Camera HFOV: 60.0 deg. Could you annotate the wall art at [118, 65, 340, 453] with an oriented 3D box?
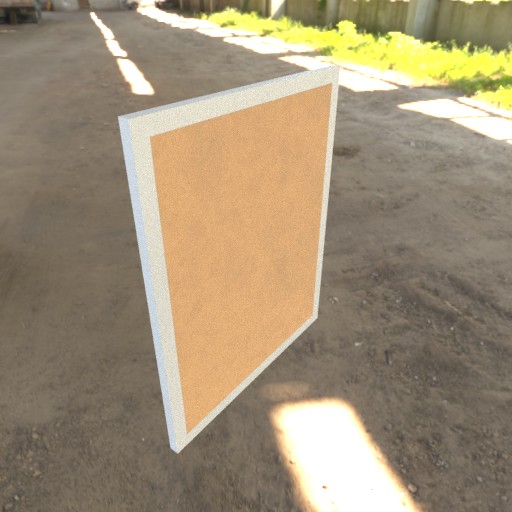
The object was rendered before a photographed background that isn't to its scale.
[{"bbox_3d":[0.000,0.000,1.110,0.026,0.811,0.661,22,38,32],"label":"wall art"}]
